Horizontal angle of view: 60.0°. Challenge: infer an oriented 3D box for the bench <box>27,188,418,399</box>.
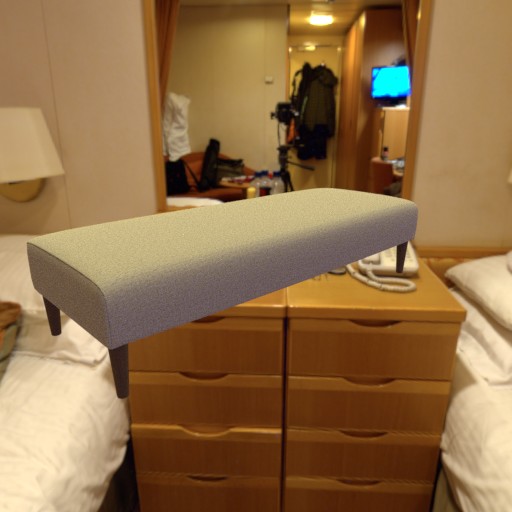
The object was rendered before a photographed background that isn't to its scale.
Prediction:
[{"bbox_3d":[0.000,0.000,1.857,1.598,0.383,0.631,-16,24,-41],"label":"bench"}]
